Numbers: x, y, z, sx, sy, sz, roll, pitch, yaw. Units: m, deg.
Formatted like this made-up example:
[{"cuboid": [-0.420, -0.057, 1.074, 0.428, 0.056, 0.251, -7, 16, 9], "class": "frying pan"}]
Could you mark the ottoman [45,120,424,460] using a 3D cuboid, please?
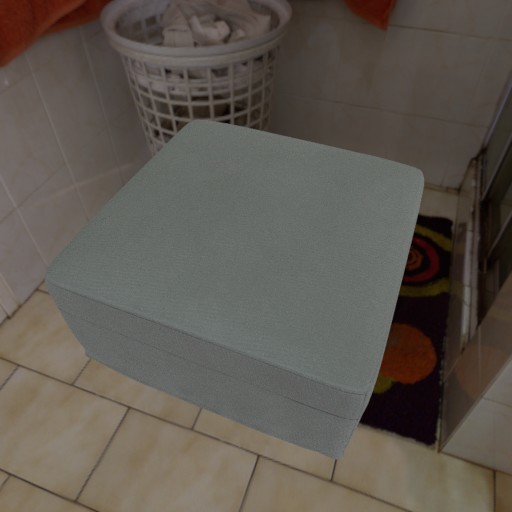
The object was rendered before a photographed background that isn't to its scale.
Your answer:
[{"cuboid": [0.000, 0.000, 1.357, 0.843, 0.441, 0.842, 17, 49, 15], "class": "ottoman"}]
